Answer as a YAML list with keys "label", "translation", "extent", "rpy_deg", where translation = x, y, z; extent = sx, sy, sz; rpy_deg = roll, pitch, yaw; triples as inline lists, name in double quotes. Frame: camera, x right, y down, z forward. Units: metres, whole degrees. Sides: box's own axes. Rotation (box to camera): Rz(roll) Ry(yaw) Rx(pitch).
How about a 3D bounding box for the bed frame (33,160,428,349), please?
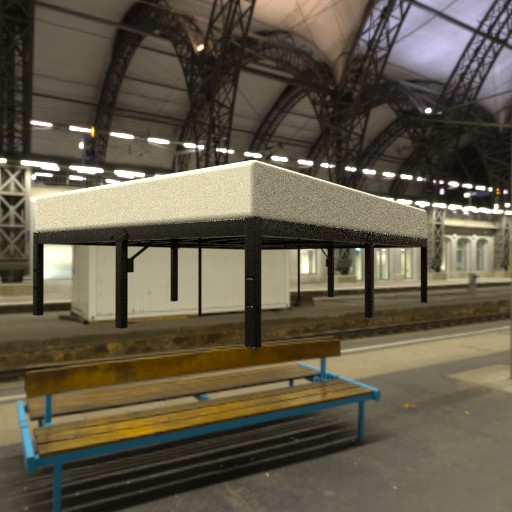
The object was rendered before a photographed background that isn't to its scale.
- label: "bed frame"
  translation: [0.000, 0.000, 2.809]
  extent: [1.557, 0.659, 2.072]
  rpy_deg: [0, 0, 37]
